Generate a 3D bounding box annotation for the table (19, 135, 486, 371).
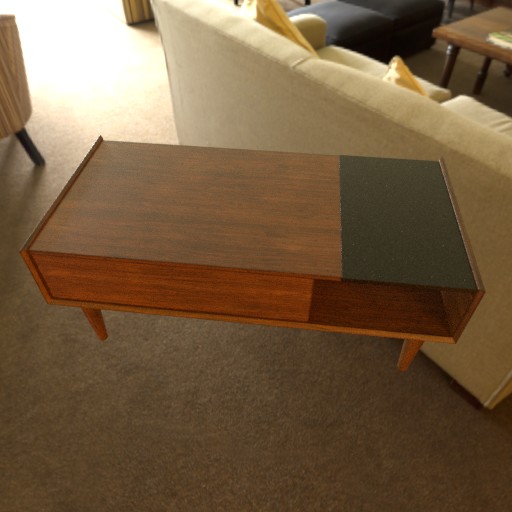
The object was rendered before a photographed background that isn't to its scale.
[{"bbox_3d":[0.000,0.000,1.544,1.221,0.508,0.610,5,46,5],"label":"table"}]
